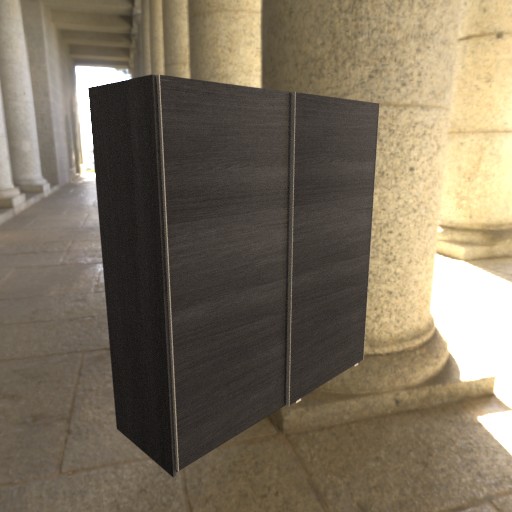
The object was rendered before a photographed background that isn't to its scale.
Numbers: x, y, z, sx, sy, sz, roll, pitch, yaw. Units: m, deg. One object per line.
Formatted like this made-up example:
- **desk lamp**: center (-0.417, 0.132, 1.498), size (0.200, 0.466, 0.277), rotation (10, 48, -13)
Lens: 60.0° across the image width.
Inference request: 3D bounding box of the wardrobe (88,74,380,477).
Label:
- **wardrobe**: center (0.000, 0.000, 2.865), size (0.629, 1.960, 1.780), rotation (13, 19, 43)
